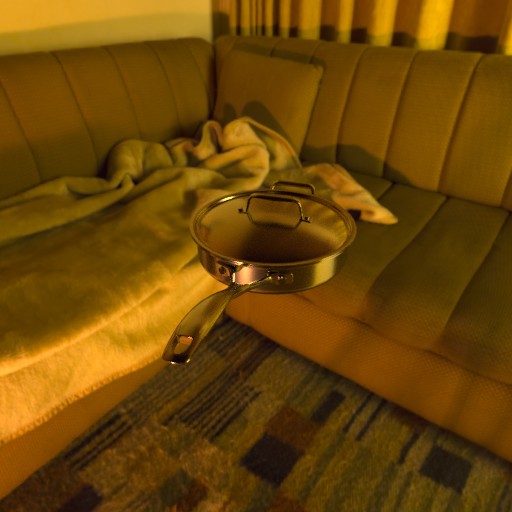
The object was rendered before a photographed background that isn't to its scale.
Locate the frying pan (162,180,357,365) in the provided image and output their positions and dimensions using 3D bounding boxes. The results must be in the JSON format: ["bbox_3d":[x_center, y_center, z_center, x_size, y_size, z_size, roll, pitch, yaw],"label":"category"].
[{"bbox_3d":[0.000,0.000,0.672,0.280,0.114,0.561,9,33,14],"label":"frying pan"}]
